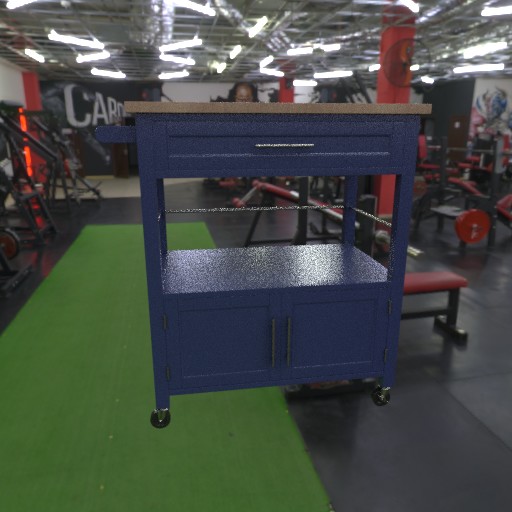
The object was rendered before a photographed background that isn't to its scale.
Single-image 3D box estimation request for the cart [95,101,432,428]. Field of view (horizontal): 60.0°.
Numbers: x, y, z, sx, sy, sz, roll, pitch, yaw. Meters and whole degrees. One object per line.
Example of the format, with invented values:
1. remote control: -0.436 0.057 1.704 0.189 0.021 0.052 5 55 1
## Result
1. cart: 0.000 0.000 1.411 0.840 0.901 0.459 -3 16 -9
